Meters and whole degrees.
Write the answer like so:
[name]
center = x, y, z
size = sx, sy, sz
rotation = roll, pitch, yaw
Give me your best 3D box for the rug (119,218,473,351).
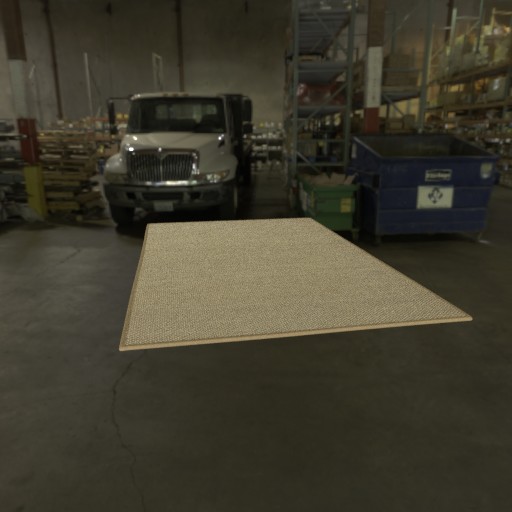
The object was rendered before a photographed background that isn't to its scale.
[rug]
center = 0.000, 0.000, 2.062
size = 1.062, 0.013, 1.667
rotation = -3, 16, -10
